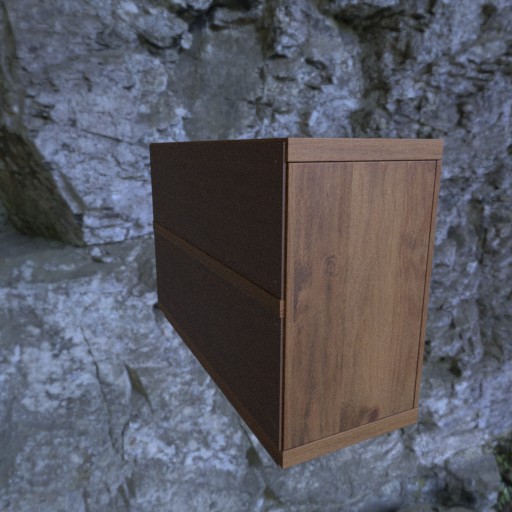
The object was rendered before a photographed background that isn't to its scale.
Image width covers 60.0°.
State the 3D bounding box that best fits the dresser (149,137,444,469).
[{"bbox_3d":[0.000,0.000,1.652,0.479,0.825,1.261,-7,15,-25],"label":"dresser"}]
